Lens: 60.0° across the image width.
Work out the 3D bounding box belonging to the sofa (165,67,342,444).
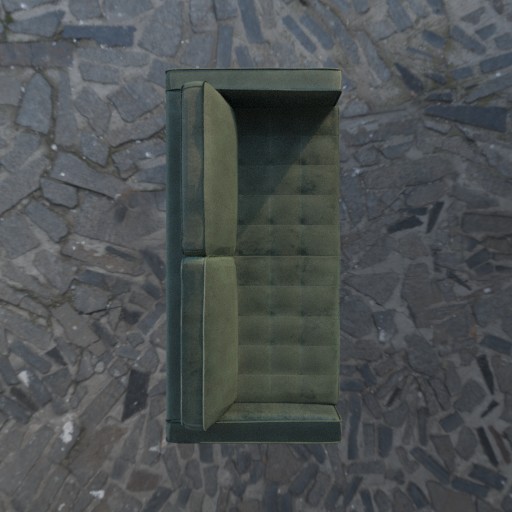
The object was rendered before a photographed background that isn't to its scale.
[{"bbox_3d":[0.000,0.000,2.306,0.886,0.781,1.816,0,90,0],"label":"sofa"}]
